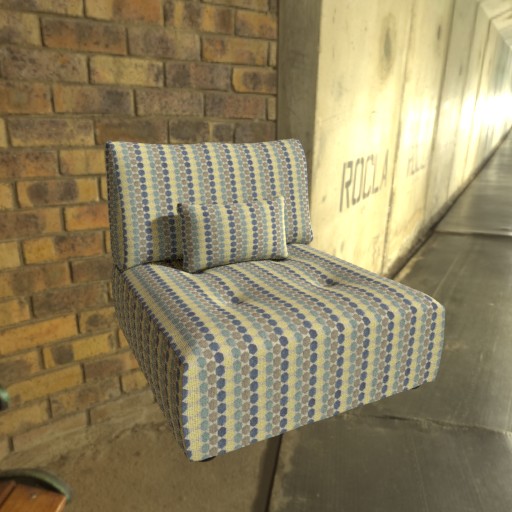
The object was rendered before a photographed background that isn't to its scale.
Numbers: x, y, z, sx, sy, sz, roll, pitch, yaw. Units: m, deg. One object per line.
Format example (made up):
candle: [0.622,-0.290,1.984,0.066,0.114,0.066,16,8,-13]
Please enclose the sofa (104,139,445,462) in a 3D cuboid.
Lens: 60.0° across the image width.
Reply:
sofa: [0.000,0.000,1.673,0.930,0.830,1.000,-8,18,-26]
